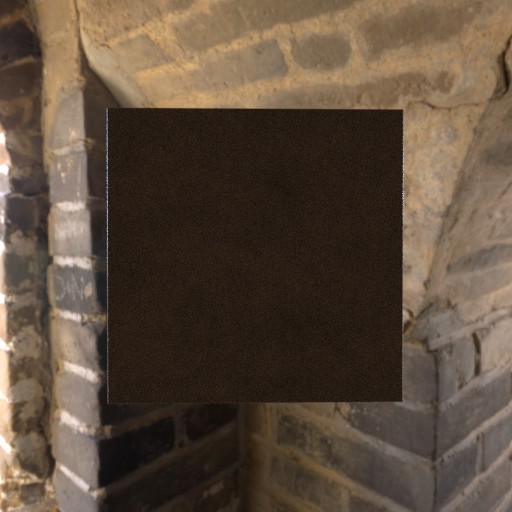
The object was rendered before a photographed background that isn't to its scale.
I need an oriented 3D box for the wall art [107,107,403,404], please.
[{"bbox_3d":[0.000,0.000,1.005,0.664,0.661,0.020,0,0,-1],"label":"wall art"}]
